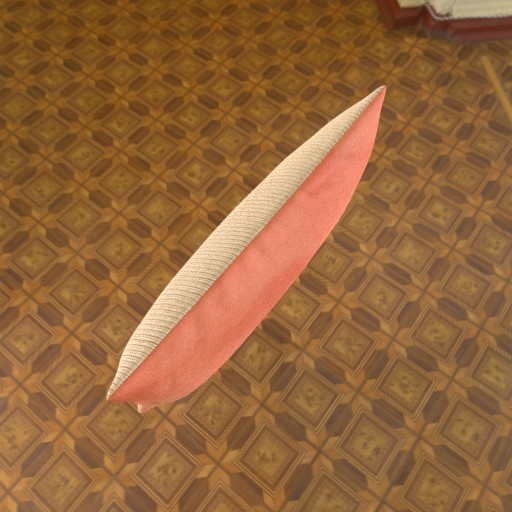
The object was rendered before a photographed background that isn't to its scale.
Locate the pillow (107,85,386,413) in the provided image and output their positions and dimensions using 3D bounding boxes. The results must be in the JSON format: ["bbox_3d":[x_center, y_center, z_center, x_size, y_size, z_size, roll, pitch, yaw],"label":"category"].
[{"bbox_3d":[0.000,0.000,0.736,0.155,0.307,0.608,35,68,16],"label":"pillow"}]
